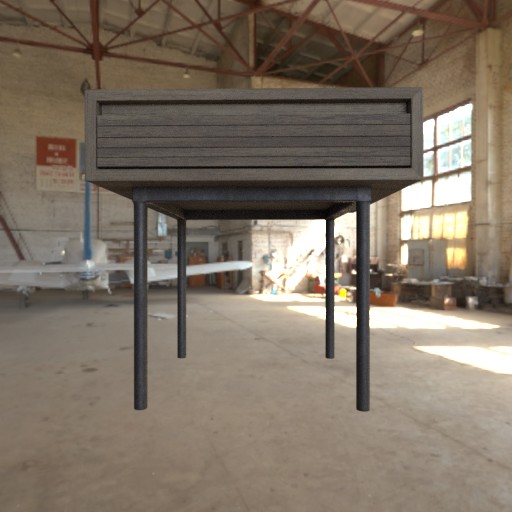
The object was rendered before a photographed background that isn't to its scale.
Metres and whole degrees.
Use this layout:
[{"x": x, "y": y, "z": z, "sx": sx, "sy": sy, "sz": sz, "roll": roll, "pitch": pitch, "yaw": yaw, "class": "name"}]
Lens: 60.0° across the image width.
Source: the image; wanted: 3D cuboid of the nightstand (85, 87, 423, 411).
[{"x": 0.000, "y": 0.000, "z": 0.904, "sx": 0.502, "sy": 0.497, "sz": 0.503, "roll": 0, "pitch": 0, "yaw": 1, "class": "nightstand"}]
